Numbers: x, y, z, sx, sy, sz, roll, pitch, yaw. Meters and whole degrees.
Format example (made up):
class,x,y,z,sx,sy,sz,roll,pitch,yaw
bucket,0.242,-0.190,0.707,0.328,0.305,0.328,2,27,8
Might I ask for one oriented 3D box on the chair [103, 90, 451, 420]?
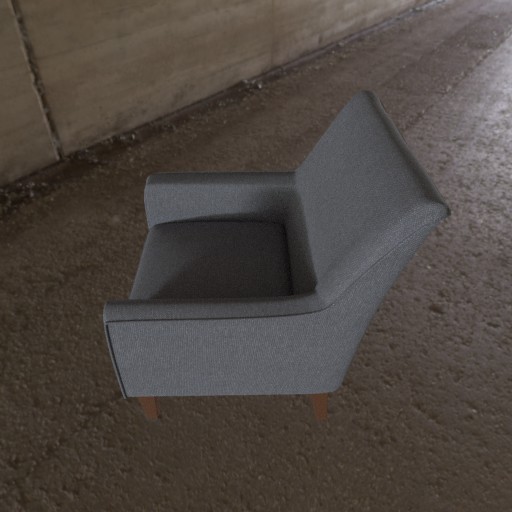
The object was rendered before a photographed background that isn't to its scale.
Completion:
class,x,y,z,sx,sy,sz,roll,pitch,yaw
chair,0.000,0.000,1.572,0.899,0.919,0.780,-1,40,-1
